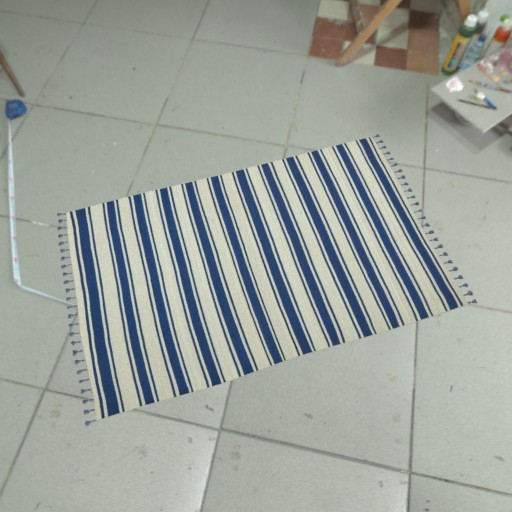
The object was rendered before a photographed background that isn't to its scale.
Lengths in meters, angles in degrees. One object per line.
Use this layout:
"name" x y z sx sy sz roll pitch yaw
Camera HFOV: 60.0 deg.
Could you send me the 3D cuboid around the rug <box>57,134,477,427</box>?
"rug" 0.000 0.000 2.494 2.108 0.009 1.248 -16 63 -8
